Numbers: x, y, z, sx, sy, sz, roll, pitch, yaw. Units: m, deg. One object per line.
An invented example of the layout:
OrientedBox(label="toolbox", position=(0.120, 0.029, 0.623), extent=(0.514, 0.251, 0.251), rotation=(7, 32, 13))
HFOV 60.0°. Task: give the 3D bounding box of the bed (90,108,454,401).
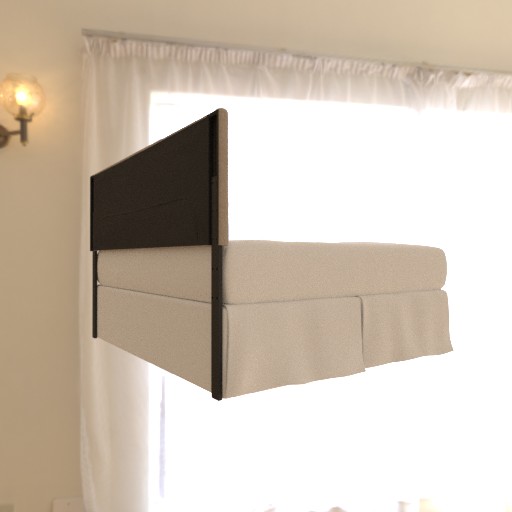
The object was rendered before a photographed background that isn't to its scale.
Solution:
OrientedBox(label="bed", position=(0.000, 0.000, 3.406), extent=(1.914, 1.346, 2.170), rotation=(0, 0, -36))
